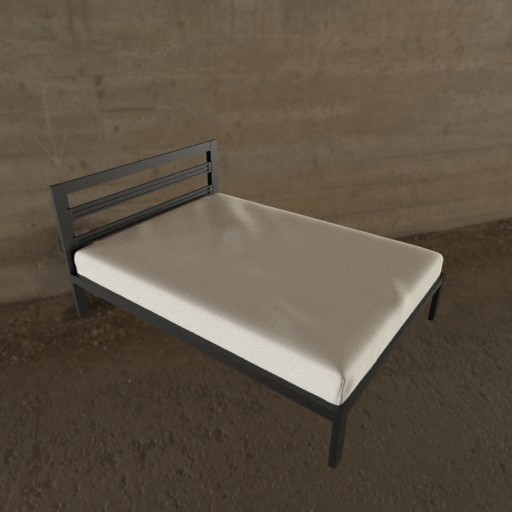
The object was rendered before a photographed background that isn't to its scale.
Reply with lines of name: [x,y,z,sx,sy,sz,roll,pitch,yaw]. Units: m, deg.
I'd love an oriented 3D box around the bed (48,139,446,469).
bed: [0.000,0.000,2.940,2.062,0.967,1.524,19,34,32]
